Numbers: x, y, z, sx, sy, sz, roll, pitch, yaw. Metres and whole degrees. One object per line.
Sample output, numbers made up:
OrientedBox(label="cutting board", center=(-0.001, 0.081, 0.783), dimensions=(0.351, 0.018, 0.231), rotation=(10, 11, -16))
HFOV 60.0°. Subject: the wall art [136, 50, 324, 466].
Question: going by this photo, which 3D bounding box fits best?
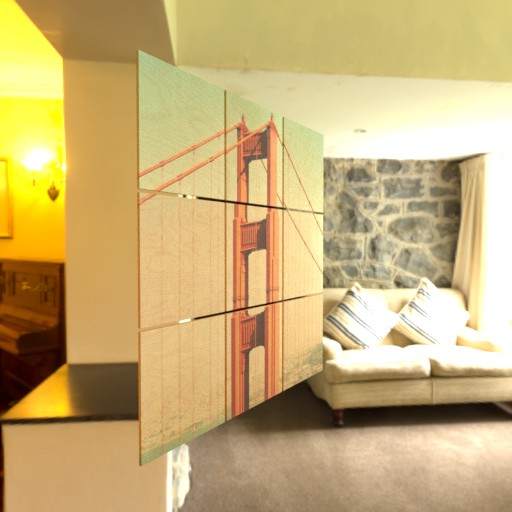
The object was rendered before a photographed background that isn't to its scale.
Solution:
OrientedBox(label="wall art", center=(0.000, 0.000, 2.247), dimensions=(0.013, 1.523, 1.517), rotation=(1, 2, 34))
